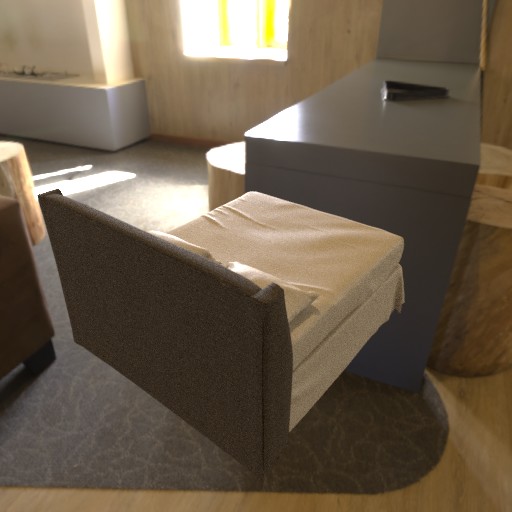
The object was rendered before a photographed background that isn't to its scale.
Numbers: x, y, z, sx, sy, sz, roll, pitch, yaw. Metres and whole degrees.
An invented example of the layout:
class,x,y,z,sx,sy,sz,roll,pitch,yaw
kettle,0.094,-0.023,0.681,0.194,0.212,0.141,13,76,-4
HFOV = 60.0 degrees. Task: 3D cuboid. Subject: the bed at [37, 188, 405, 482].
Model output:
class,x,y,z,sx,sy,sz,roll,pitch,yaw
bed,0.000,0.000,3.472,1.925,1.332,2.276,22,37,32
